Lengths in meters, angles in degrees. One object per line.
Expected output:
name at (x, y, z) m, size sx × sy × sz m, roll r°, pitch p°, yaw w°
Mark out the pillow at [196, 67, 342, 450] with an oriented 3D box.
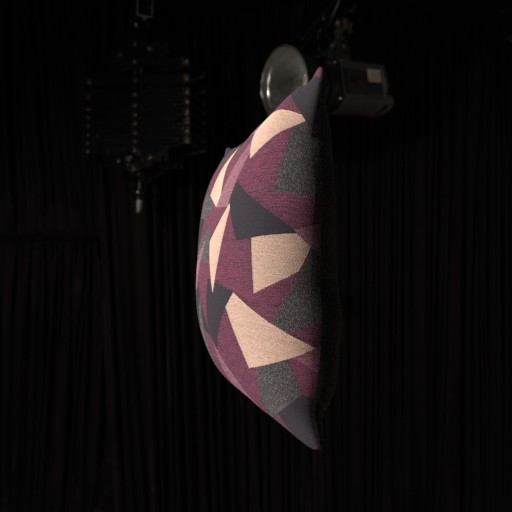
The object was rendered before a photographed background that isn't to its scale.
pillow at (0.000, 0.000, 0.795) m, size 0.208 × 0.496 × 0.503 m, roll 0°, pitch 0°, yaw -18°
